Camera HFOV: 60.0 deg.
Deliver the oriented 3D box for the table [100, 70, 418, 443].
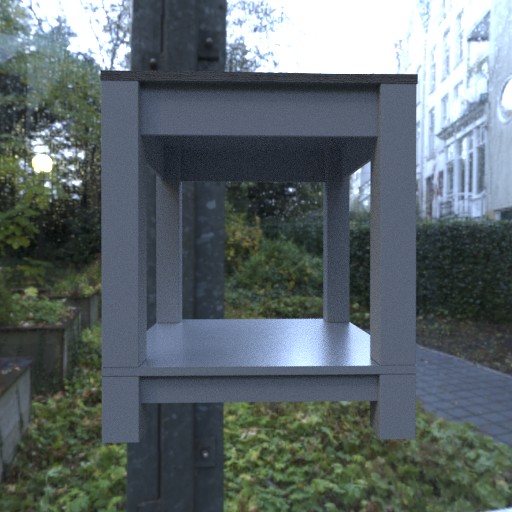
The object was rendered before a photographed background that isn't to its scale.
[{"bbox_3d":[0.000,0.000,0.958,0.504,0.587,0.506,0,0,-2],"label":"table"}]
